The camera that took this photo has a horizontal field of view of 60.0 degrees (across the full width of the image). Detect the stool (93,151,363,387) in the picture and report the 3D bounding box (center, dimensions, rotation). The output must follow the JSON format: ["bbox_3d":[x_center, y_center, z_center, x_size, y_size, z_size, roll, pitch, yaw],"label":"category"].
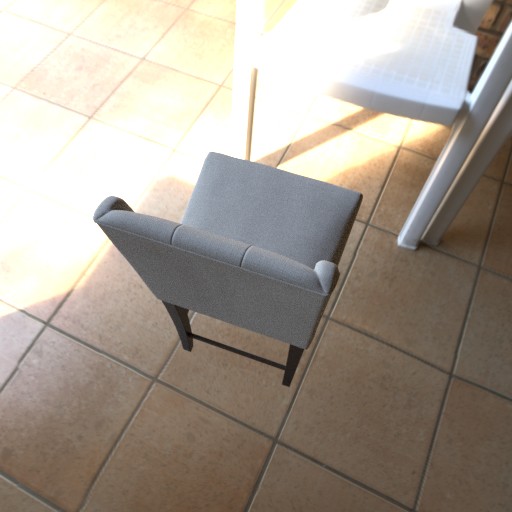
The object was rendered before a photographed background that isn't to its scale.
[{"bbox_3d":[0.000,0.000,1.249,0.474,0.939,0.509,17,64,9],"label":"stool"}]
